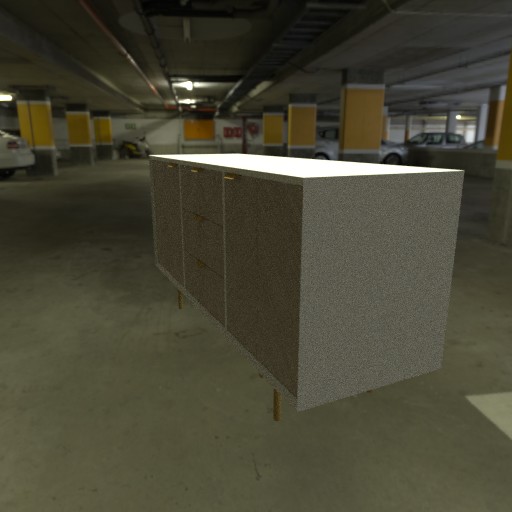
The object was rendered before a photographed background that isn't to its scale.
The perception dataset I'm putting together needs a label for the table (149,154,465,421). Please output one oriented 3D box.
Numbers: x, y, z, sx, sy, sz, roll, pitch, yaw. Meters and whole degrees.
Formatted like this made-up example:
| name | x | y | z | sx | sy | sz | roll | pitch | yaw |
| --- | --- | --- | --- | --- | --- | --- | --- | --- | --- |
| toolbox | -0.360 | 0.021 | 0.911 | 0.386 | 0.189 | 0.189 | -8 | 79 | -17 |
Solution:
| name | x | y | z | sx | sy | sz | roll | pitch | yaw |
| --- | --- | --- | --- | --- | --- | --- | --- | --- | --- |
| table | 0.000 | 0.000 | 1.825 | 0.508 | 0.769 | 1.500 | -7 | 16 | -25 |
